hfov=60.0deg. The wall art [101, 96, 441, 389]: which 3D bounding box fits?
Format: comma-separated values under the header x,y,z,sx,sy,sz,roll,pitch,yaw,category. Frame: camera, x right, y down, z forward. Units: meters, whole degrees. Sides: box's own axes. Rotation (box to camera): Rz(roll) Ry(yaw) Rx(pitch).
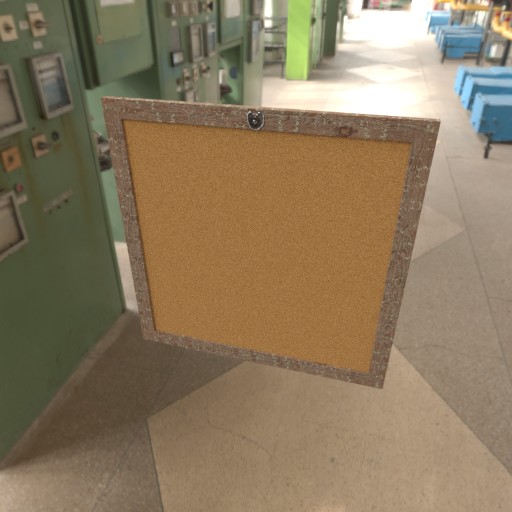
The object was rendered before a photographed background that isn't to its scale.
x,y,z,sx,sy,sz,roll,pitch,yaw,category
0.000,0.000,0.589,0.384,0.384,0.012,9,33,13,wall art
